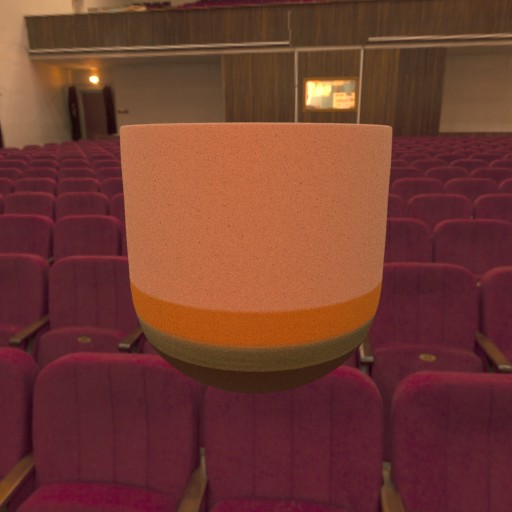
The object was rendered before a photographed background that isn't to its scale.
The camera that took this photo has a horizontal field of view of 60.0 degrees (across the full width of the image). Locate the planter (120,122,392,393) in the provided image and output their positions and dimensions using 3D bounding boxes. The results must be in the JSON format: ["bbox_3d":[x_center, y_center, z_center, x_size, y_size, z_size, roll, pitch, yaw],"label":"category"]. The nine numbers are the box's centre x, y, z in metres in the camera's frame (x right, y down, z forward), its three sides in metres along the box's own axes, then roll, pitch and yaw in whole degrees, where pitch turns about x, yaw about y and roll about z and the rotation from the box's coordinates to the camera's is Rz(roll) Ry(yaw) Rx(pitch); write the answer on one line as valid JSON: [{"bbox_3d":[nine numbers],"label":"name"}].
[{"bbox_3d":[0.000,0.000,0.485,0.268,0.270,0.268,0,15,0],"label":"planter"}]
